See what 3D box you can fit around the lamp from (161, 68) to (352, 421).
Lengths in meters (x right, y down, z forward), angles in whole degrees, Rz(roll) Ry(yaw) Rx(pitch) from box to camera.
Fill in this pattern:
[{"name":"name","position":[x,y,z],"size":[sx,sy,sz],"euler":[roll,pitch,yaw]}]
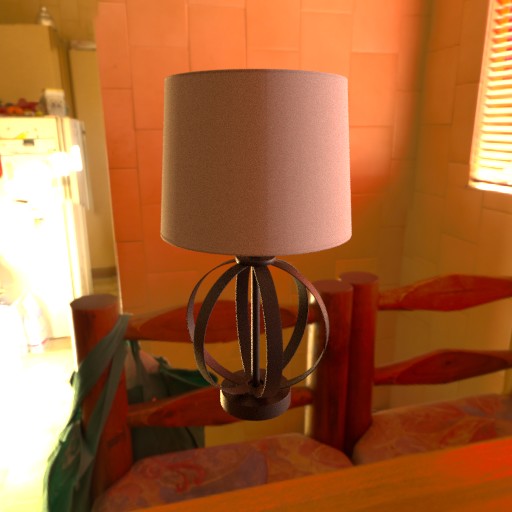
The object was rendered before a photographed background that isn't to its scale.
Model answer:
[{"name":"lamp","position":[0.000,0.000,0.691],"size":[0.286,0.510,0.286],"euler":[0,16,0]}]
